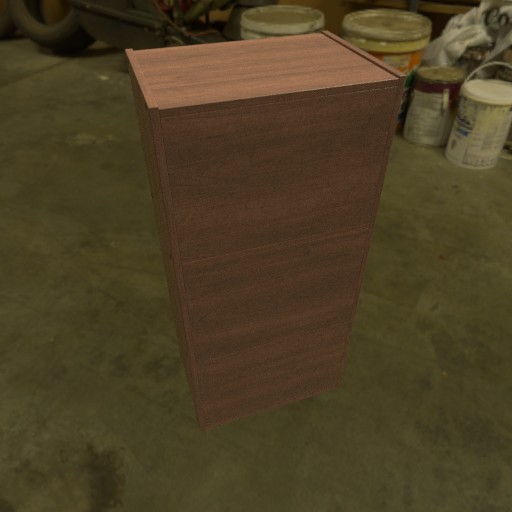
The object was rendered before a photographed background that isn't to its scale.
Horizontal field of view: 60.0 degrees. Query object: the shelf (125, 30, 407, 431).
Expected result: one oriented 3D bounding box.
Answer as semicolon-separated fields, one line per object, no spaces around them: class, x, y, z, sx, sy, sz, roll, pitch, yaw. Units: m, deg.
shelf;0.000;0.000;1.047;0.414;0.879;0.290;-13;42;-14
